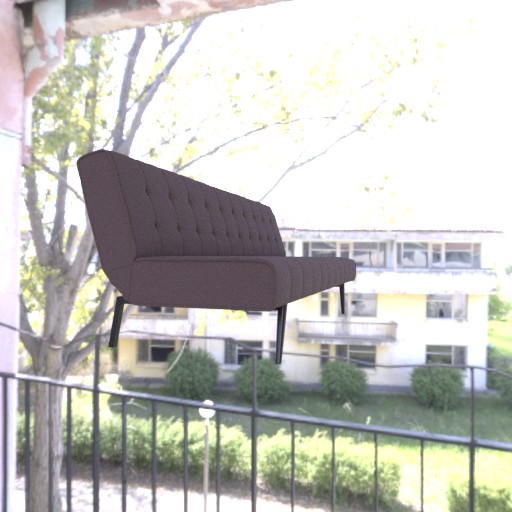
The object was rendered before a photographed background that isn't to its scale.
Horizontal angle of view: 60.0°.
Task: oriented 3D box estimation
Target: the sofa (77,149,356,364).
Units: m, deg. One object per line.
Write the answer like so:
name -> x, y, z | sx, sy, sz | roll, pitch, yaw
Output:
sofa -> 0.000, 0.000, 2.158 | 0.747, 0.699, 1.703 | 0, 0, 20
